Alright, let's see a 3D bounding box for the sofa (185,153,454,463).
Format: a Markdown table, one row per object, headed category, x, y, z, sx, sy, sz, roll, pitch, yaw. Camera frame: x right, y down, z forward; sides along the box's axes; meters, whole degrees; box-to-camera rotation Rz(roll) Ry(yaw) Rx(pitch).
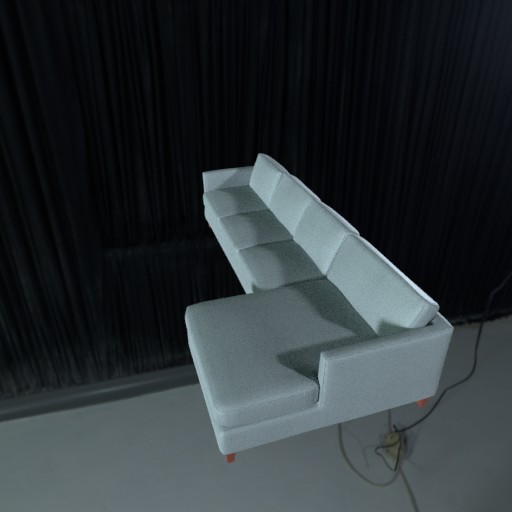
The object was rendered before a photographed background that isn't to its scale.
| category | x | y | z | sx | sy | sz | roll | pitch | yaw |
| --- | --- | --- | --- | --- | --- | --- | --- | --- | --- |
| sofa | 0.000 | 0.000 | 4.158 | 1.604 | 0.950 | 3.471 | -9 | 32 | -16 |
